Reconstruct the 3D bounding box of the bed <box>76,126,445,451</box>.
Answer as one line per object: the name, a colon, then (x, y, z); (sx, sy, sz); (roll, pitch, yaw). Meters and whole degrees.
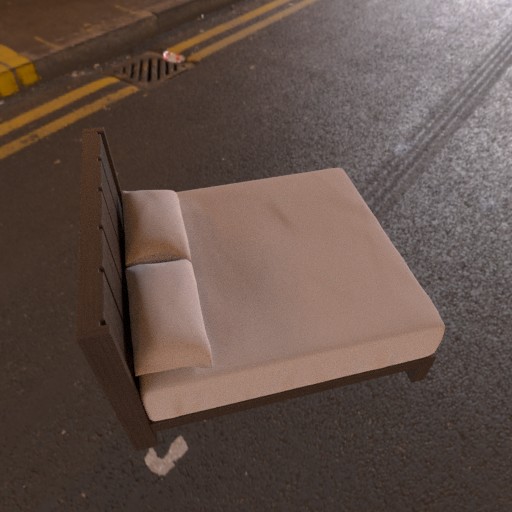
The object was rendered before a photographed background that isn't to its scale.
bed: (0.000, 0.000, 3.056); (1.992, 1.261, 1.735); (-10, 47, -10)
